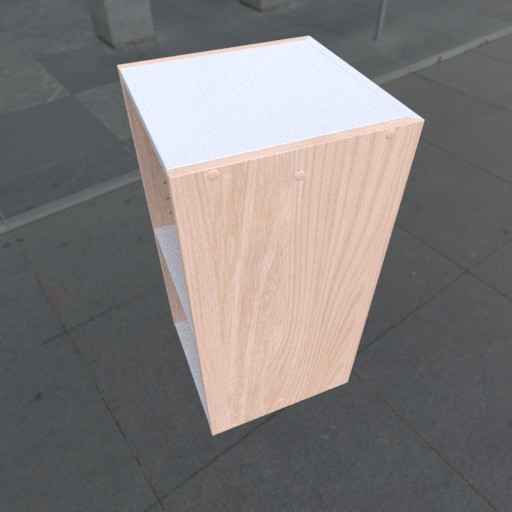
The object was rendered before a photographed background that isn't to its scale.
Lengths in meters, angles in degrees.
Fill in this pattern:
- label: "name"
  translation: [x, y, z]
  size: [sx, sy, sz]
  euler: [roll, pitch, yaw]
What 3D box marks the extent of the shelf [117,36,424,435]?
- label: "shelf"
  translation: [0.000, 0.000, 0.768]
  size: [0.297, 0.594, 0.290]
  euler: [-16, 47, -15]
